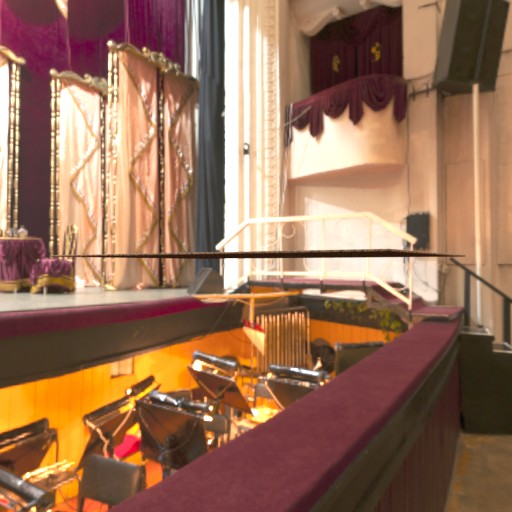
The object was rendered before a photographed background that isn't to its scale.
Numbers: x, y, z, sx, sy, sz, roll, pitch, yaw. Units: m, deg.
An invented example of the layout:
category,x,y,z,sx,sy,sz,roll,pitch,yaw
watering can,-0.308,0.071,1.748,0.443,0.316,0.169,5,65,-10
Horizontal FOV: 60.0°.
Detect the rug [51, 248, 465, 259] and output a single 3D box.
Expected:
category,x,y,z,sx,sy,sz,roll,pitch,yaw
rug,0.000,0.000,2.343,1.824,0.008,1.220,-1,-1,35
